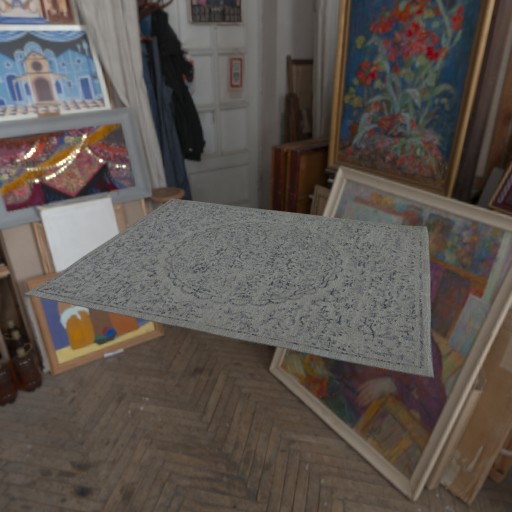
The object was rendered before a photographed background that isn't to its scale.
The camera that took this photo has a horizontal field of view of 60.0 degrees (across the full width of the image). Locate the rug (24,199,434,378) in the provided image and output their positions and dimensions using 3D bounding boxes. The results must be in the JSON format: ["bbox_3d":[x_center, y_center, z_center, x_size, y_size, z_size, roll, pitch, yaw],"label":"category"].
[{"bbox_3d":[0.000,0.000,3.929,2.925,0.026,2.343,8,28,16],"label":"rug"}]
